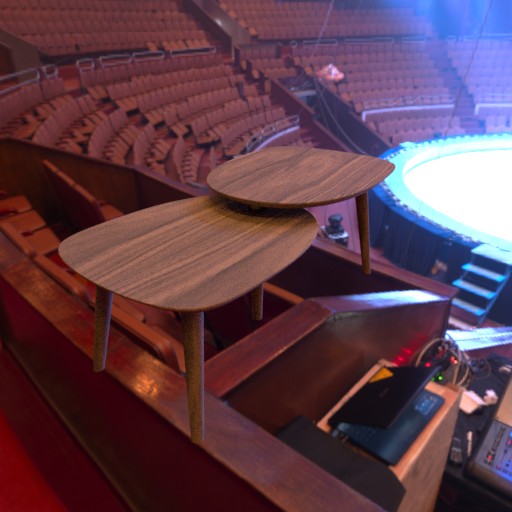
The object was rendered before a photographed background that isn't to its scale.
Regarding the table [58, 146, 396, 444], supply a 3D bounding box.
[{"bbox_3d":[0.000,0.000,1.345,0.527,0.429,1.084,18,31,32],"label":"table"}]
